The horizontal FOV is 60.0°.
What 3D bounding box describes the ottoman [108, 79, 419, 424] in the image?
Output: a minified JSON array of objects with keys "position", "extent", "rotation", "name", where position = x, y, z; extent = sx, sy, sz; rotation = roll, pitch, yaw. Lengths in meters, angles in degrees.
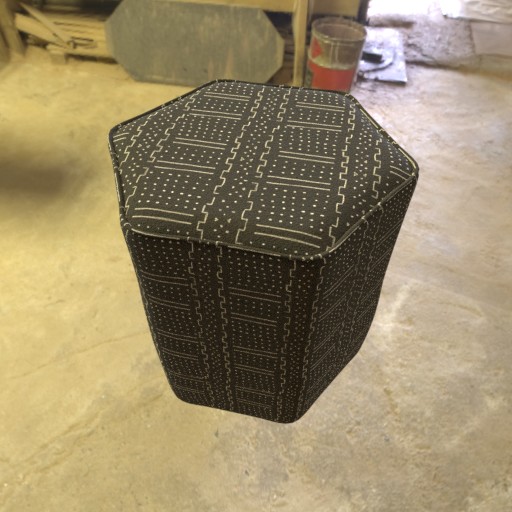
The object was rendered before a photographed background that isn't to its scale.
[{"position":[0.000,0.000,0.853],"extent":[0.494,0.502,0.443],"rotation":[9,48,9],"name":"ottoman"}]
